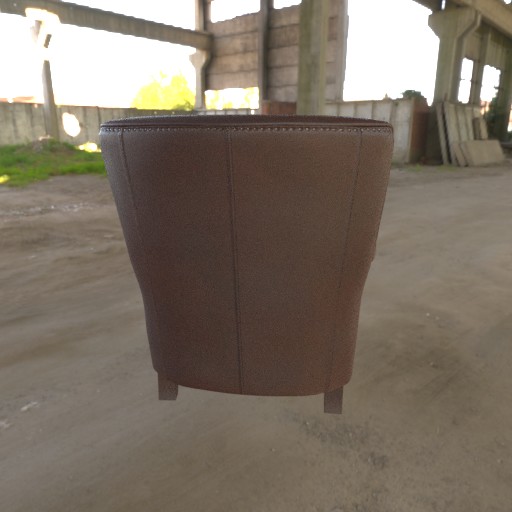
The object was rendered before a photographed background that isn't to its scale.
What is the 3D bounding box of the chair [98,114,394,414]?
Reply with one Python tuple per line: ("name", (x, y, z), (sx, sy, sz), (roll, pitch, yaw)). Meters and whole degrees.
("chair", (0.000, 0.000, 1.340), (0.700, 0.800, 0.746), (2, 17, 7))
